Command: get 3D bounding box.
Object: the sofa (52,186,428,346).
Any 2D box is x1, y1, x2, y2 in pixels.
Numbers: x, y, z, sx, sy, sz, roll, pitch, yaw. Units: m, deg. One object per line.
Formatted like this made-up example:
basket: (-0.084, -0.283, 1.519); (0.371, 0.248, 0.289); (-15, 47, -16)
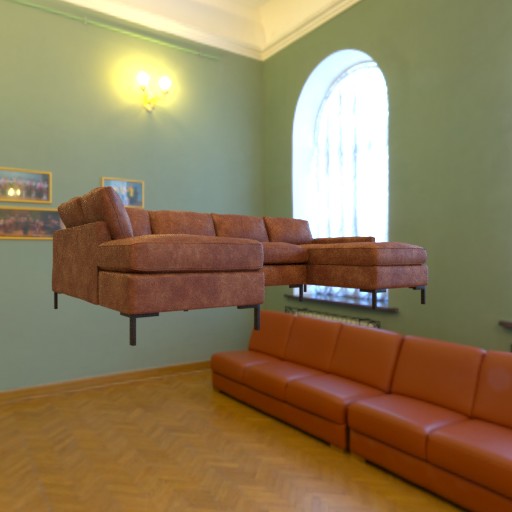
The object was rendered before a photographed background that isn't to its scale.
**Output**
sofa: (0.000, 0.000, 3.849); (2.956, 0.900, 1.939); (0, 0, -36)
